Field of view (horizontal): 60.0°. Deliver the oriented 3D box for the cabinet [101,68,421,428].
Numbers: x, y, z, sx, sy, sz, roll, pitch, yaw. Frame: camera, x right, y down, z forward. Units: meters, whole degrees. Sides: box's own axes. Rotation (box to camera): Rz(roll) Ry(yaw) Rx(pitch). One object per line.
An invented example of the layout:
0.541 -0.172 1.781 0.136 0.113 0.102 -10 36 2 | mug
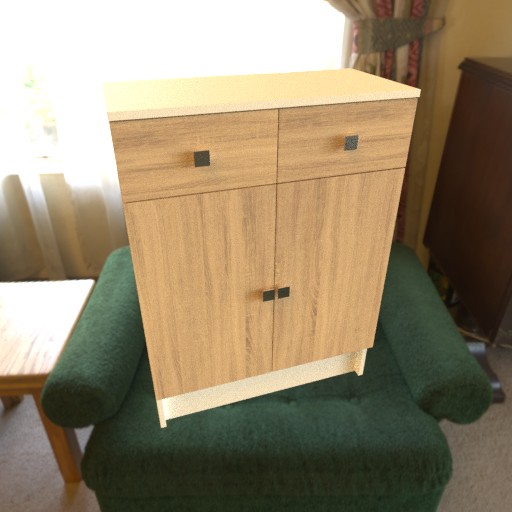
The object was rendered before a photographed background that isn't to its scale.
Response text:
0.000 0.000 1.121 0.600 0.815 0.296 -10 33 -16 | cabinet
